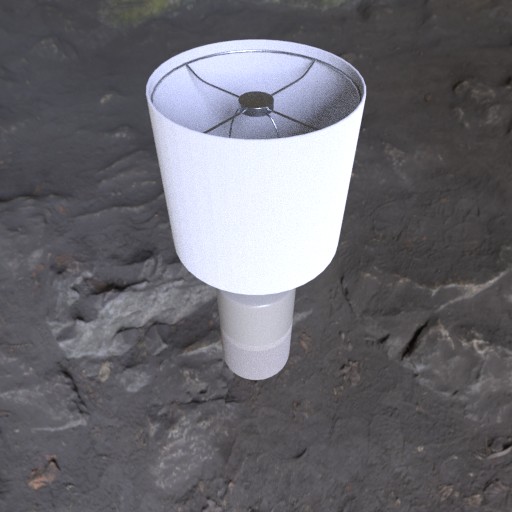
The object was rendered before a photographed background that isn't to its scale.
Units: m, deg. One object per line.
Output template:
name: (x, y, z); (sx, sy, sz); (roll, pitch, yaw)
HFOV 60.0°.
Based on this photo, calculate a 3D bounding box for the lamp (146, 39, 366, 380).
lamp: (0.000, 0.000, 0.610); (0.212, 0.493, 0.212); (32, 54, 27)
